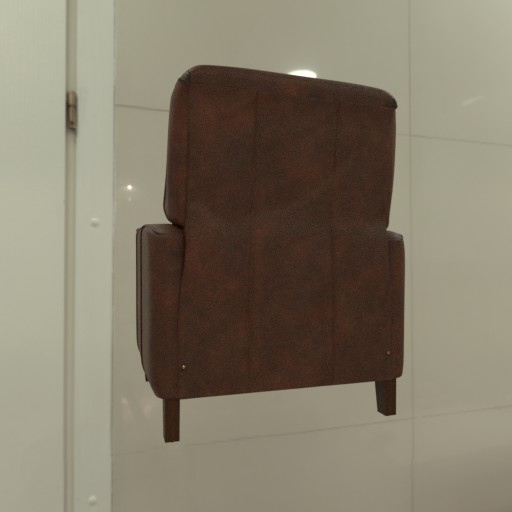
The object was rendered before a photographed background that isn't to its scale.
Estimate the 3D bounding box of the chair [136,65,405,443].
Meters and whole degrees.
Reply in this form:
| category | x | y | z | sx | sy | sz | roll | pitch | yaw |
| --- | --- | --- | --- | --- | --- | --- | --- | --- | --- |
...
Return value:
| category | x | y | z | sx | sy | sz | roll | pitch | yaw |
| --- | --- | --- | --- | --- | --- | --- | --- | --- | --- |
| chair | 0.000 | 0.000 | 1.647 | 0.843 | 1.043 | 0.836 | 0 | -1 | -18 |
